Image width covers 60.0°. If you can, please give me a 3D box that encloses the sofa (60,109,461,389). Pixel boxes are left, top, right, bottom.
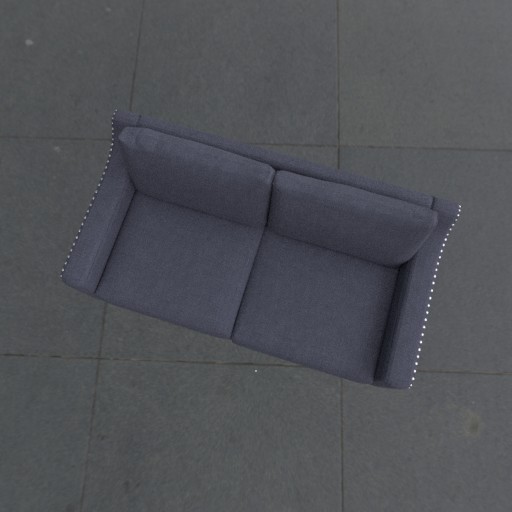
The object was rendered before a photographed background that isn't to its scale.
[{"bbox_3d":[0.000,0.000,3.352,2.550,1.196,1.336,17,76,4],"label":"sofa"}]
